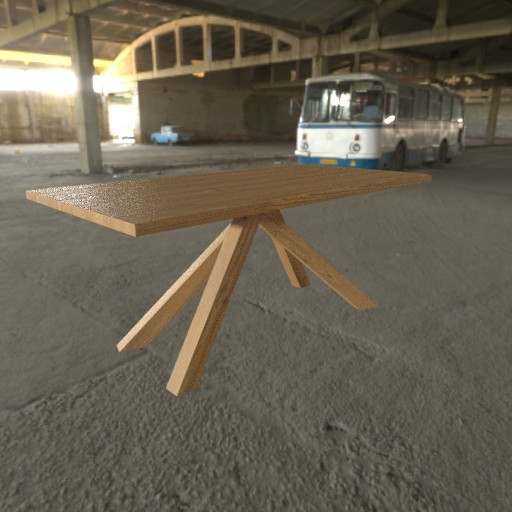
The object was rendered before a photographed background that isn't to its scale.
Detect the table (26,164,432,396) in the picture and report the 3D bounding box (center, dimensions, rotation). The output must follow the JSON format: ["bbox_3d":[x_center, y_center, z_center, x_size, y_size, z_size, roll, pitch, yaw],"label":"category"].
[{"bbox_3d":[0.000,0.000,2.239,1.797,0.750,0.901,-15,23,-42],"label":"table"}]
